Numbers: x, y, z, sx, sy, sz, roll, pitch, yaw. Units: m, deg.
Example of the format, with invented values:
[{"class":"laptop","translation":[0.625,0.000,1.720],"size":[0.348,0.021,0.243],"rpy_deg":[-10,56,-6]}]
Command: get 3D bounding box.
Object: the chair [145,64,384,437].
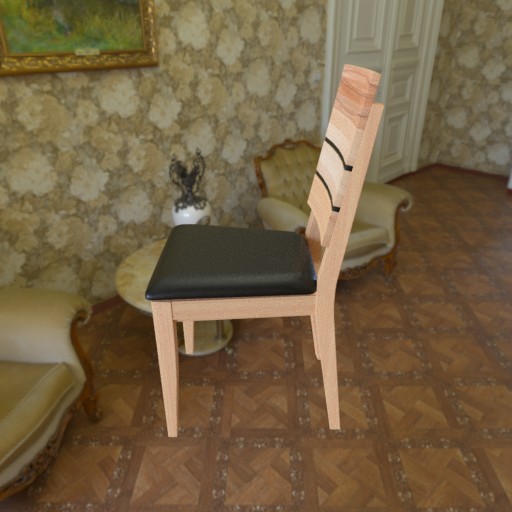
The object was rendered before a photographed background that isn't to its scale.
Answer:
[{"class":"chair","translation":[0.000,0.000,1.200],"size":[0.520,0.940,0.410],"rpy_deg":[0,26,0]}]
